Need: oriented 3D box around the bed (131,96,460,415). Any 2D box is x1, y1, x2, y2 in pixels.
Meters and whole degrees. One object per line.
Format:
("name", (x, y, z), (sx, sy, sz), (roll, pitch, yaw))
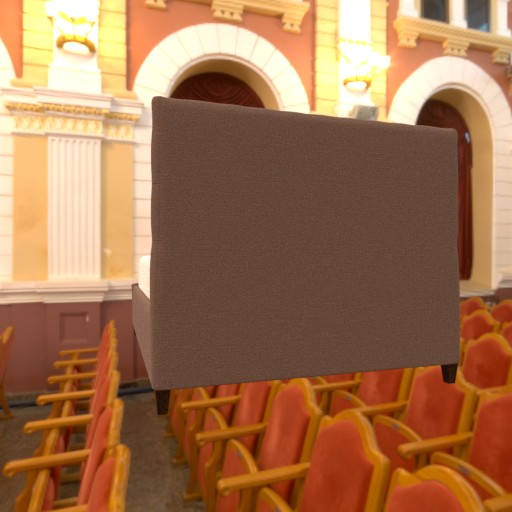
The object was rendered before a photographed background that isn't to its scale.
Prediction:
("bed", (0.000, 0.000, 3.260), (1.696, 1.426, 2.233), (0, 0, -18))
